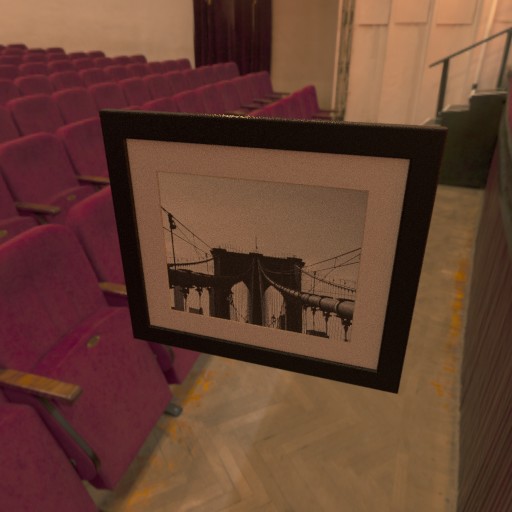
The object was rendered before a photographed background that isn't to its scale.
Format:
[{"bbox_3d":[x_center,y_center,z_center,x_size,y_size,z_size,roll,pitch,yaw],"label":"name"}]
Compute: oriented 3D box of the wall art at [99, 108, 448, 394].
[{"bbox_3d":[0.000,0.000,0.745,0.521,0.450,0.018,8,28,16],"label":"wall art"}]
